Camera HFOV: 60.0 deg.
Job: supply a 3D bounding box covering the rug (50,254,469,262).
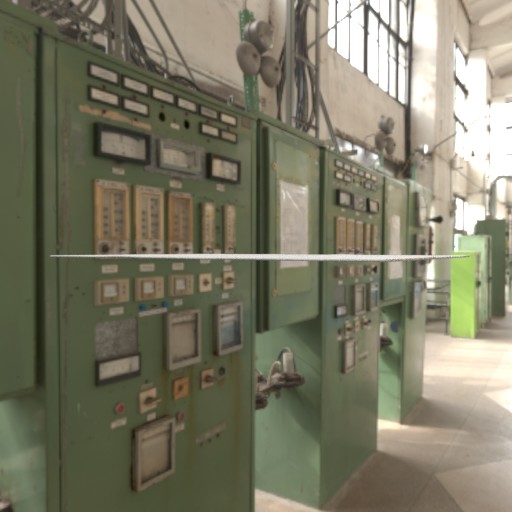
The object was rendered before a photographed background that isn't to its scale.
[{"bbox_3d":[0.000,0.000,2.319,1.835,0.012,1.231,1,1,36],"label":"rug"}]
